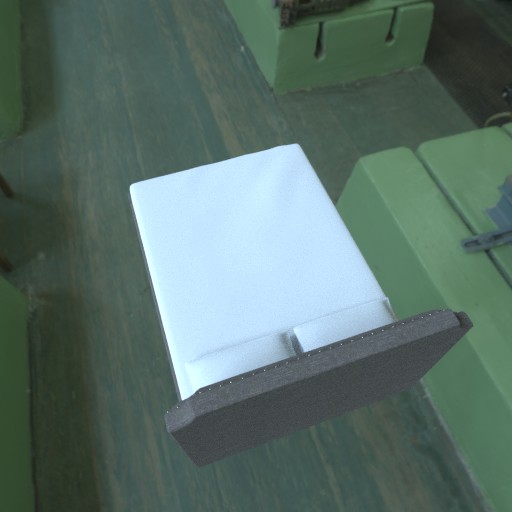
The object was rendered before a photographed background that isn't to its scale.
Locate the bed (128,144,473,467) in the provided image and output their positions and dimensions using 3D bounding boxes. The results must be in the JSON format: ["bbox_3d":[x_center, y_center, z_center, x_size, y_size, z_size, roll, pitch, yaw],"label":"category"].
[{"bbox_3d":[0.000,0.000,3.387,1.713,1.457,2.381,-16,58,-10],"label":"bed"}]
